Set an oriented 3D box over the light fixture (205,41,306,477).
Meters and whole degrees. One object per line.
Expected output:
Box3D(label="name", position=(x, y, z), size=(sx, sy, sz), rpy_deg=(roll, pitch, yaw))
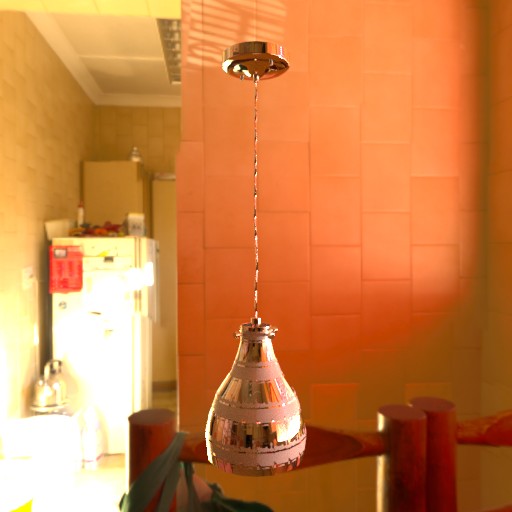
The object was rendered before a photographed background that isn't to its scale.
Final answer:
Box3D(label="light fixture", position=(0.000, 0.000, 1.634), size=(0.374, 1.457, 0.374), rpy_deg=(-1, 1, -37))
